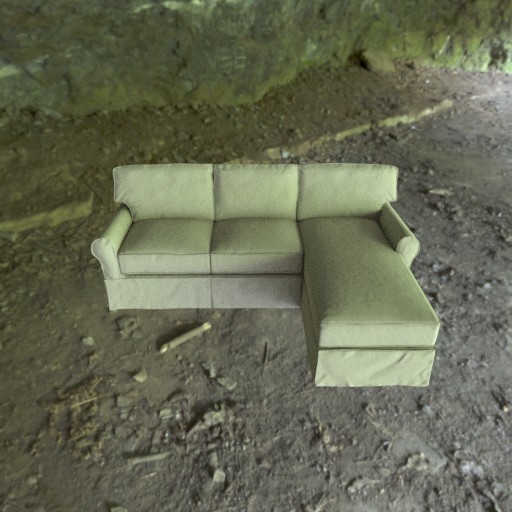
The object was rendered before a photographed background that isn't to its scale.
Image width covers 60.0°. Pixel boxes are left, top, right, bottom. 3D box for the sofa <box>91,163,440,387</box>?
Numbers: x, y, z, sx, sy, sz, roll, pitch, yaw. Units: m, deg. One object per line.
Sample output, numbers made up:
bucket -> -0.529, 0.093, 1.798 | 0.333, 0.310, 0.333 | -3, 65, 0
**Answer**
sofa -> 0.000, 0.000, 3.355 | 2.475, 0.978, 1.733 | 0, 30, 0
